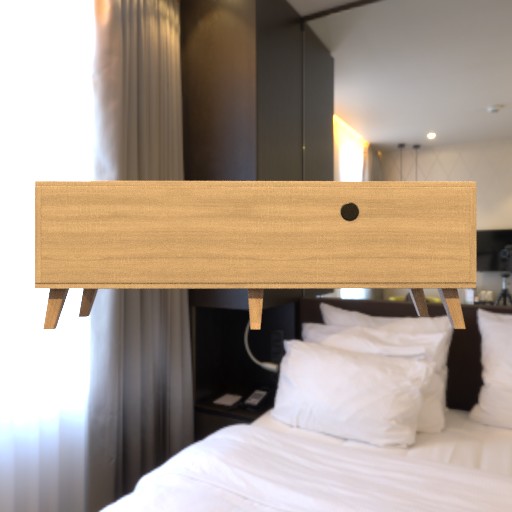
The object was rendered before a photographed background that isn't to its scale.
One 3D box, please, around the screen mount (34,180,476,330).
[{"bbox_3d":[0.000,0.000,1.700,1.500,0.509,0.401,0,0,-1],"label":"screen mount"}]
